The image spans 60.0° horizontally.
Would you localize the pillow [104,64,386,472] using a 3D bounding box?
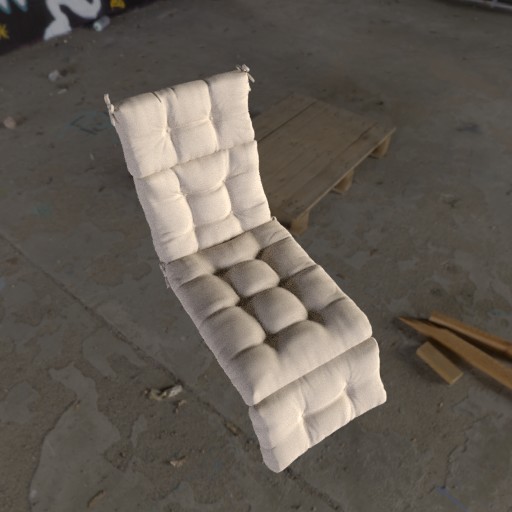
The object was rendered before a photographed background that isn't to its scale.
[{"bbox_3d":[0.000,0.000,1.469,0.526,0.863,1.016,-24,51,-21],"label":"pillow"}]
